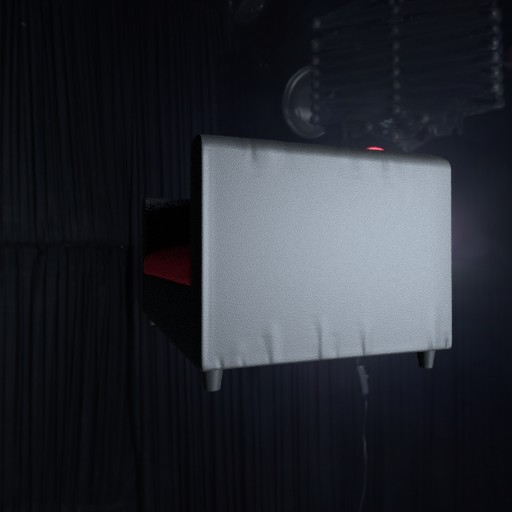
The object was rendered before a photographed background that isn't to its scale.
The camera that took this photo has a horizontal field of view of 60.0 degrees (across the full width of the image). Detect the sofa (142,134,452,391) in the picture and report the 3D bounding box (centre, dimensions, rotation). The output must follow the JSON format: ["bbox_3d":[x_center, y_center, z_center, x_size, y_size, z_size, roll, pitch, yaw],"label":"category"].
[{"bbox_3d":[0.000,0.000,1.935,0.845,0.735,1.410,0,0,-20],"label":"sofa"}]
